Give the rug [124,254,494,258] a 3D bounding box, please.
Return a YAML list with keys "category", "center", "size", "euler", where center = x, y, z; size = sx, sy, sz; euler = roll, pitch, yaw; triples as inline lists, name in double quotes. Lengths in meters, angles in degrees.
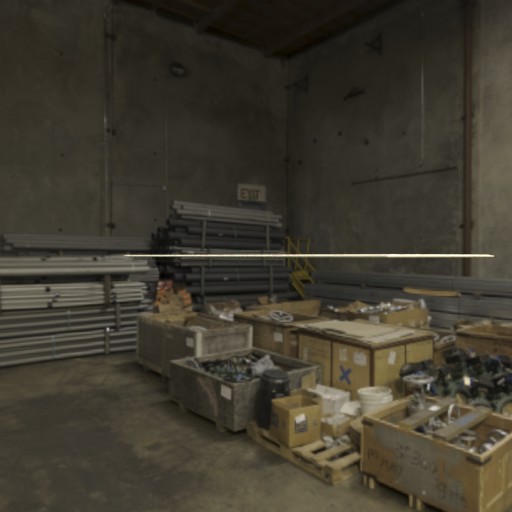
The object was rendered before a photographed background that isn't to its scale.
- category: "rug"
  center: [0.000, 0.000, 2.395]
  size: [0.662, 0.011, 2.196]
  euler: [0, 0, -37]
